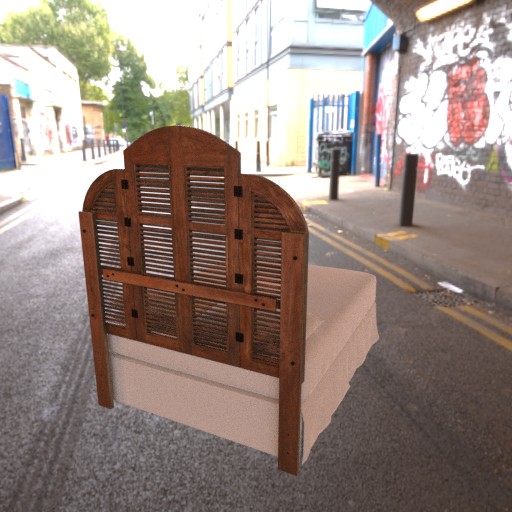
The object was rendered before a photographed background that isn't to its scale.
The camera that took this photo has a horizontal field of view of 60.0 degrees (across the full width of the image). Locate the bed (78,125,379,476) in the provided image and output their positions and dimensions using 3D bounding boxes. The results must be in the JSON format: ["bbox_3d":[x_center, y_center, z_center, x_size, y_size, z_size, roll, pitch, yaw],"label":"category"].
[{"bbox_3d":[0.000,0.000,3.648,1.713,2.019,2.138,8,17,26],"label":"bed"}]
